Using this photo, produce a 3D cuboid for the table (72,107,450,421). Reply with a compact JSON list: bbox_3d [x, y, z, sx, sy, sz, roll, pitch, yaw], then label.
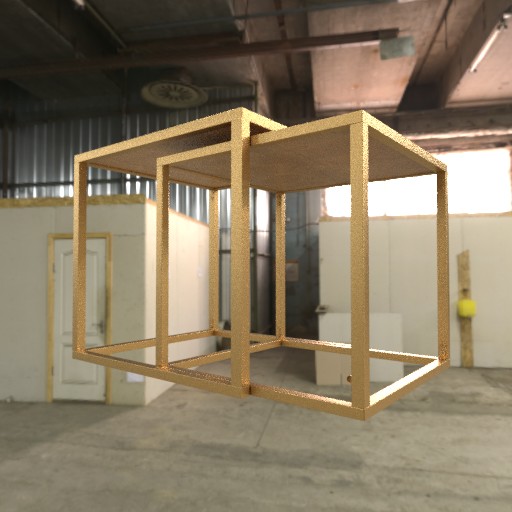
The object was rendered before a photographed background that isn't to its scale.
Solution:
[{"bbox_3d":[0.000,0.000,1.064,0.762,0.505,0.505,-1,-2,38],"label":"table"}]
